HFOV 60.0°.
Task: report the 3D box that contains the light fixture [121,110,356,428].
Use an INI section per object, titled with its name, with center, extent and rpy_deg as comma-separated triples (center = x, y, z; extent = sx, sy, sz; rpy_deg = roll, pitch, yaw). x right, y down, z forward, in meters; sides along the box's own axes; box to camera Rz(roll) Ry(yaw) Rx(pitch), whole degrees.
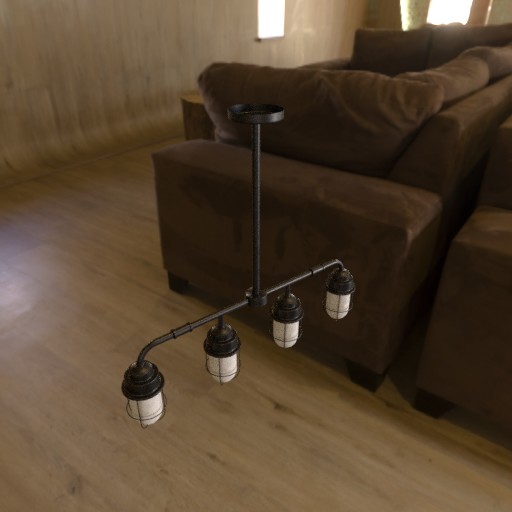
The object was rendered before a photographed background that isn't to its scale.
[light fixture]
center = 0.000, 0.000, 1.223
extent = 0.852, 0.785, 0.131
rpy_deg = -21, 36, -33
